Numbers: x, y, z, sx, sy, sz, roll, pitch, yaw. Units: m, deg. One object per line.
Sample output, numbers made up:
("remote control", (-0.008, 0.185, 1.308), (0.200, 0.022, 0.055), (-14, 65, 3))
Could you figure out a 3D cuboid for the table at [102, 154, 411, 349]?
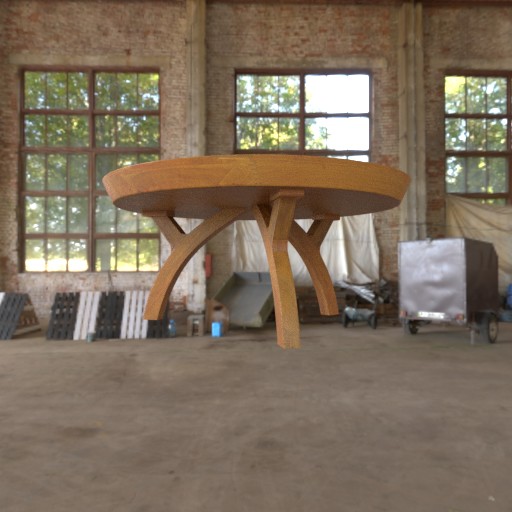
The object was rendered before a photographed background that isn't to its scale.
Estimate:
("table", (0.000, 0.000, 1.535), (1.016, 0.470, 1.016), (0, 0, 0))
